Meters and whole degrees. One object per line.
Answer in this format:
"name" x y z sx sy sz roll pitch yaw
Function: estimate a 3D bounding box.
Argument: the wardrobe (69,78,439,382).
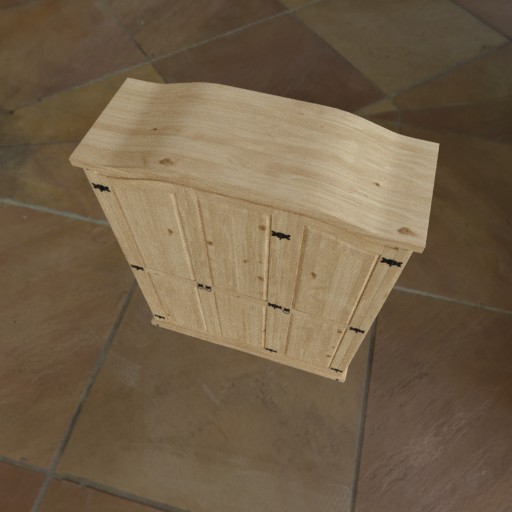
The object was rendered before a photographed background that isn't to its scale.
"wardrobe" 0.000 0.000 2.646 1.500 1.870 0.570 15 60 9
